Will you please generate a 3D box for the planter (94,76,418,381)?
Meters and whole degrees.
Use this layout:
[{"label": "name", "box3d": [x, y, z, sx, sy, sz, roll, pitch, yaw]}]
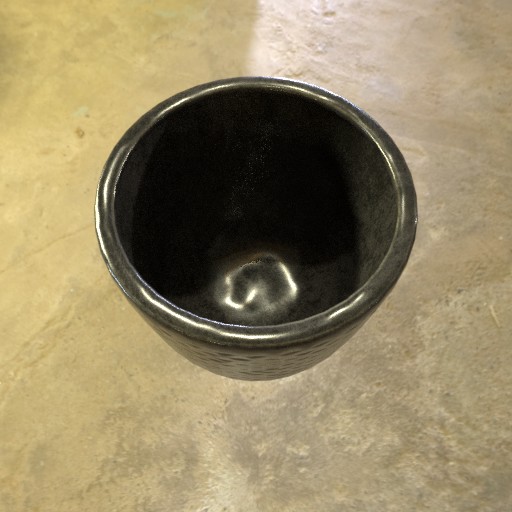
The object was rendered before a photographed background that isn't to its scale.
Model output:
[{"label": "planter", "box3d": [0.000, 0.000, 0.247, 0.140, 0.129, 0.140, 0, 64, 0]}]
